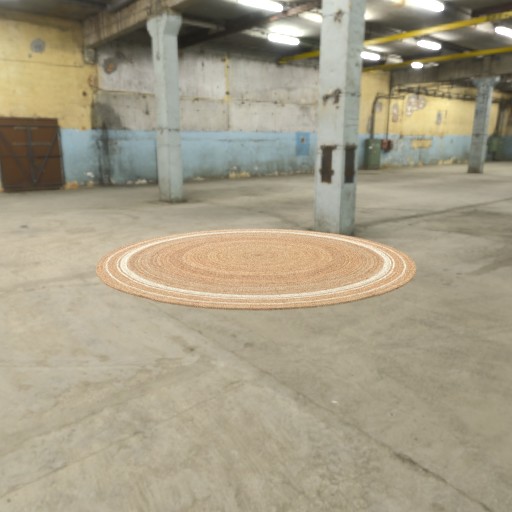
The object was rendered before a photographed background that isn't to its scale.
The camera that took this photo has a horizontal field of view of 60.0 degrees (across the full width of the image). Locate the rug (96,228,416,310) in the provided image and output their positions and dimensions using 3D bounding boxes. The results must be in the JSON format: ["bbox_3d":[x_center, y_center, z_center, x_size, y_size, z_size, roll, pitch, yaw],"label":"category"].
[{"bbox_3d":[0.000,0.000,3.584,2.444,0.015,2.444,0,14,0],"label":"rug"}]
